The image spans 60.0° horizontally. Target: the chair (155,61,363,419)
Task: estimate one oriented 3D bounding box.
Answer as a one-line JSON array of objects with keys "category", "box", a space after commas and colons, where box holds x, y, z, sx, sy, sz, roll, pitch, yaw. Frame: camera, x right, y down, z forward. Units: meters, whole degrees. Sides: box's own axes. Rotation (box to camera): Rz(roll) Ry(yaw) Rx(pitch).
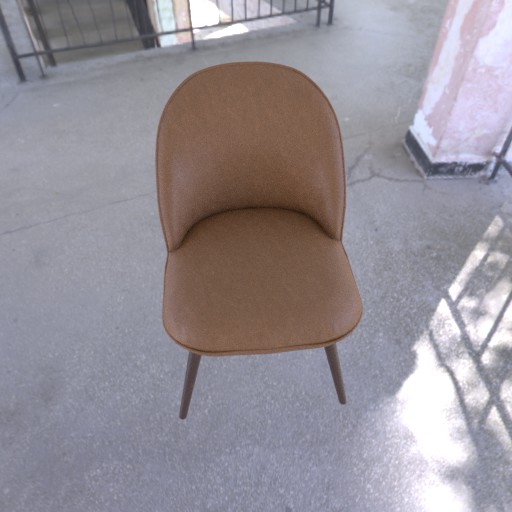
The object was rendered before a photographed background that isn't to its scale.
[{"category": "chair", "box": [0.000, 0.000, 1.246, 0.521, 0.831, 0.631, -4, 46, -4]}]
